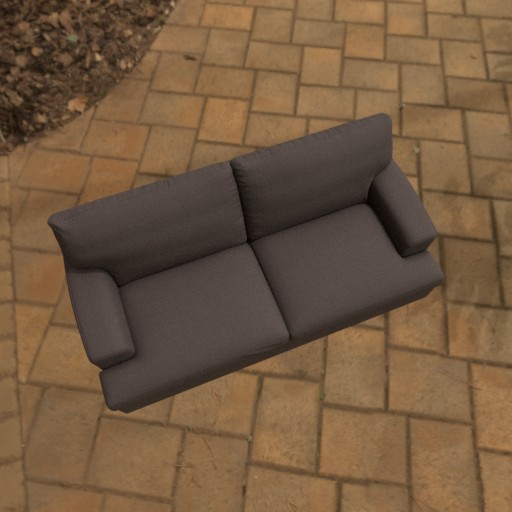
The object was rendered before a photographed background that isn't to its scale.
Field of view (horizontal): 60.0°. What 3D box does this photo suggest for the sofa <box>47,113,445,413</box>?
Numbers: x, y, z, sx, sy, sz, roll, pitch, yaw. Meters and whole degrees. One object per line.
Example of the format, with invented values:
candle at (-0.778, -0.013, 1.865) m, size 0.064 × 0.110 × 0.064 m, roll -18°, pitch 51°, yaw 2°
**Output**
sofa at (0.000, 0.000, 2.824) m, size 2.271 × 0.950 × 1.140 m, roll -19°, pitch 65°, yaw -9°
